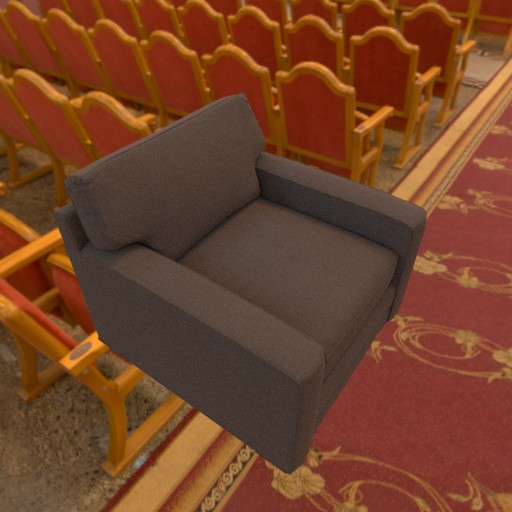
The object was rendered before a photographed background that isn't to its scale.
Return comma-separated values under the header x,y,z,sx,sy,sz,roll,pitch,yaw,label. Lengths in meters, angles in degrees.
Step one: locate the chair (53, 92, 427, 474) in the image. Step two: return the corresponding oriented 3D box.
x,y,z,sx,sy,sz,roll,pitch,yaw,label
0.000,0.000,1.797,1.043,0.913,0.997,25,47,26,chair
